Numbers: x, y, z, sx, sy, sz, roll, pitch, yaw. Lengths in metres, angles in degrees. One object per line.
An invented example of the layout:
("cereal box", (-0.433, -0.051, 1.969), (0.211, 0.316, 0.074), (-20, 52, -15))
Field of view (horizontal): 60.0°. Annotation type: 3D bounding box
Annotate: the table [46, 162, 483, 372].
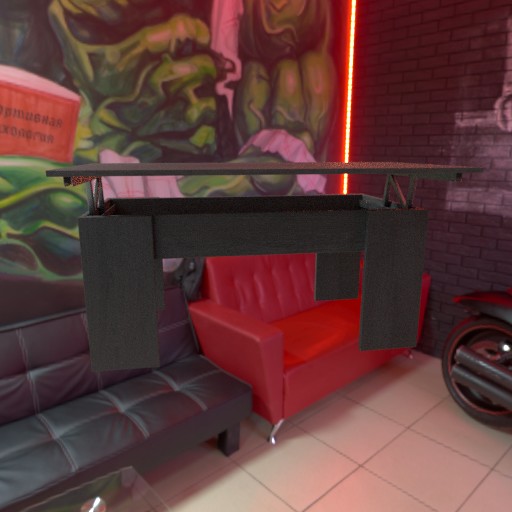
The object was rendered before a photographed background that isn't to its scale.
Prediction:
("table", (0.000, 0.000, 1.400), (1.000, 0.570, 0.711), (-2, 14, -9))
